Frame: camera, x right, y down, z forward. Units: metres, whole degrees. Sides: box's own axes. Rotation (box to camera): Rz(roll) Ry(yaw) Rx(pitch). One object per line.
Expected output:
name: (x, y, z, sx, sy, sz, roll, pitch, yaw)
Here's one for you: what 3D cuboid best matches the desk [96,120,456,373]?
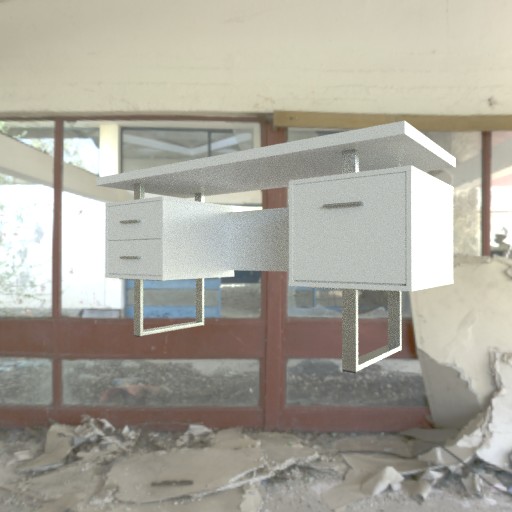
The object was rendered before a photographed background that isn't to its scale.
desk: (0.000, 0.000, 1.971, 1.530, 0.773, 0.603, 0, 0, 37)
